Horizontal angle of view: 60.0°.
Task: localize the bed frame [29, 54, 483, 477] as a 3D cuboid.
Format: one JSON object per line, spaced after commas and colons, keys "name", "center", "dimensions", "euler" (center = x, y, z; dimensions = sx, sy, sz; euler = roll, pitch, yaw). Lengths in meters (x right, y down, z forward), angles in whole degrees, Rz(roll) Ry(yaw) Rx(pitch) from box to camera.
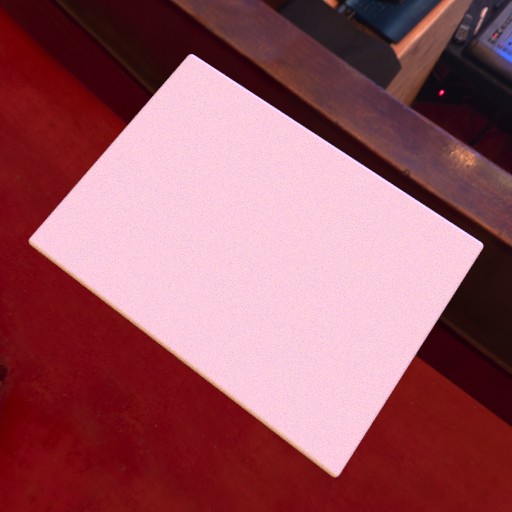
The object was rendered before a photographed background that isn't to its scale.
{"name": "bed frame", "center": [0.000, 0.000, 2.631], "dimensions": [1.956, 0.659, 1.408], "euler": [35, 80, 7]}
